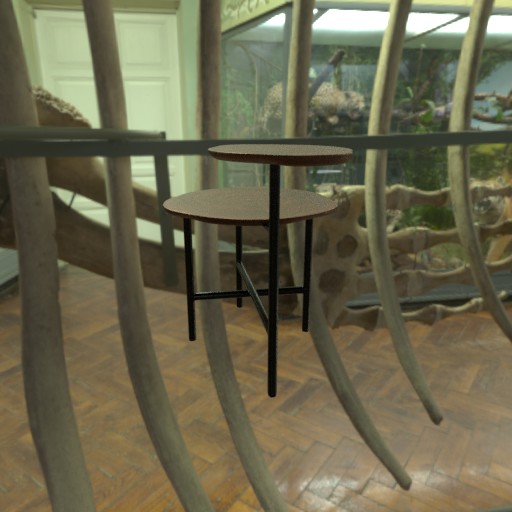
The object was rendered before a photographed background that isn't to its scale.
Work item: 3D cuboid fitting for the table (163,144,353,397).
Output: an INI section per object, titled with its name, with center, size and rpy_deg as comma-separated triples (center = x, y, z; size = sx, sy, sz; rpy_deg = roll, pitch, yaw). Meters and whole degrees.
[table]
center = 0.000, 0.000, 1.090
size = 0.442, 0.538, 0.759
rpy_deg = -3, 17, -9
